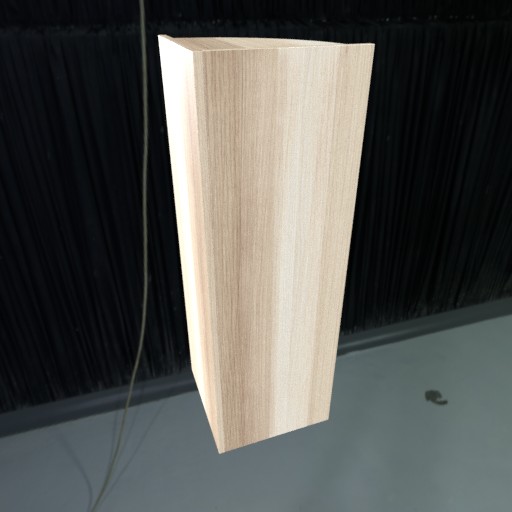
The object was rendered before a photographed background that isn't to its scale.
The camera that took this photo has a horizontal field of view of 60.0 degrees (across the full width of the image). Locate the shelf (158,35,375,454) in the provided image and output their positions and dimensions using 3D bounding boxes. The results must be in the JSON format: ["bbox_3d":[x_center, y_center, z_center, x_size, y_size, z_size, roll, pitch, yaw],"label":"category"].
[{"bbox_3d":[0.000,0.000,0.989,0.290,0.872,0.290,-10,32,-17],"label":"shelf"}]
